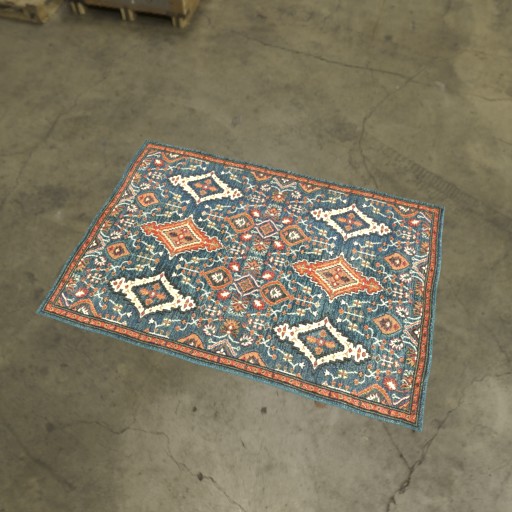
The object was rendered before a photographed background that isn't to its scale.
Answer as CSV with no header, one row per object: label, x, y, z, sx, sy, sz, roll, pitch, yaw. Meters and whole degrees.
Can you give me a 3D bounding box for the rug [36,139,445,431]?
rug,0.000,0.000,2.963,2.373,0.009,1.622,15,58,9
